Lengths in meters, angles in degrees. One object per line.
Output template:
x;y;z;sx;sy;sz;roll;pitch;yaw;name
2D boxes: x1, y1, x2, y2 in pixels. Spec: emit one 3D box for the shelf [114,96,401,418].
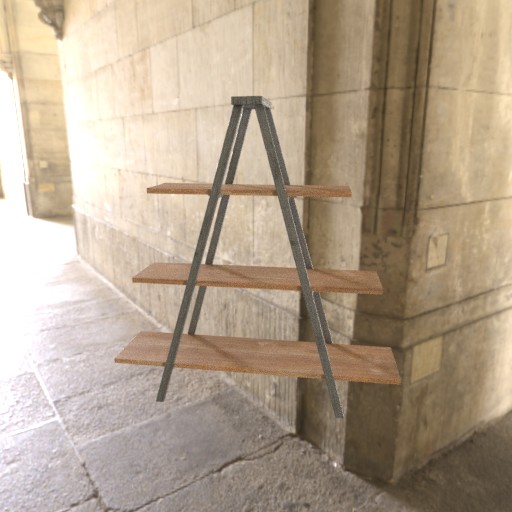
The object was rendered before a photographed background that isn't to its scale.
0.000;0.000;2.706;1.746;1.808;0.508;2;15;8;shelf
